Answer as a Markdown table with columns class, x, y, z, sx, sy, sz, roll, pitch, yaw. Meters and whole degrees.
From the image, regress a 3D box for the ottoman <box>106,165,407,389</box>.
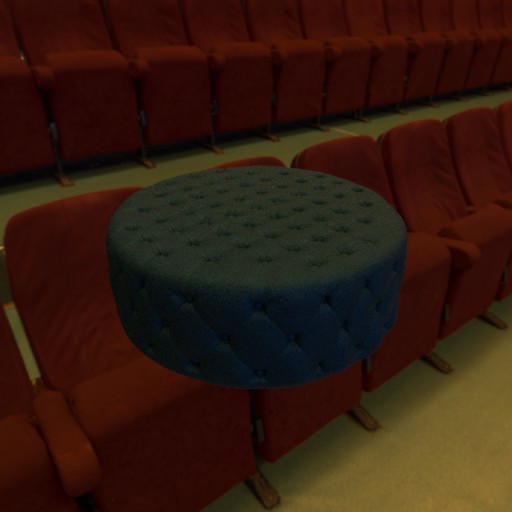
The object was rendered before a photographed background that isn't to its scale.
| class | x | y | z | sx | sy | sz | roll | pitch | yaw |
| --- | --- | --- | --- | --- | --- | --- | --- | --- | --- |
| ottoman | 0.000 | 0.000 | 1.563 | 0.998 | 0.398 | 0.998 | 0 | 29 | 0 |
